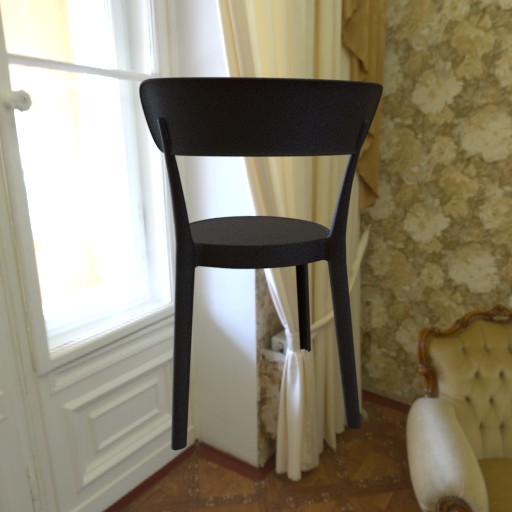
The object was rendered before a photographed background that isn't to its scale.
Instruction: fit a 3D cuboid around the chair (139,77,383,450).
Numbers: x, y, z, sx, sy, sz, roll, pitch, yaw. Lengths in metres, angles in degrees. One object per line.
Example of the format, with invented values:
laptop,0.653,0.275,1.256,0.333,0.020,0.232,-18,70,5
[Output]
chair,0.000,0.000,1.117,0.506,0.790,0.491,-3,15,-10
